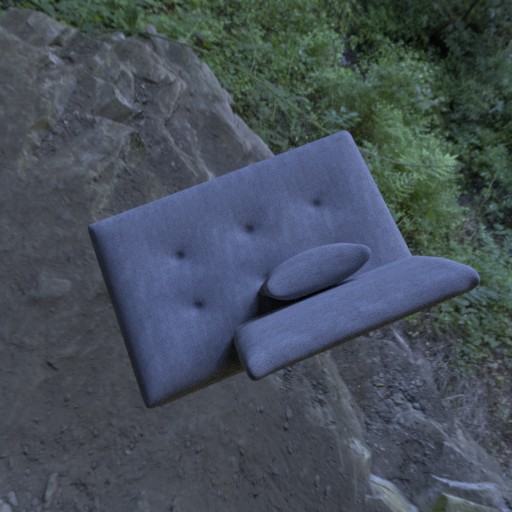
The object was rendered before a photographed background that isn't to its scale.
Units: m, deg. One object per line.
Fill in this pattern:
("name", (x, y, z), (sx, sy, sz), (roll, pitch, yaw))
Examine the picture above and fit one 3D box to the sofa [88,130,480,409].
("sofa", (0.000, 0.000, 2.022), (1.450, 0.820, 1.002), (-21, 77, -5))
